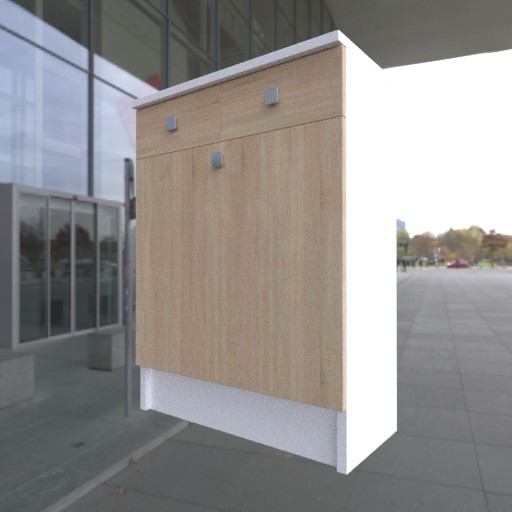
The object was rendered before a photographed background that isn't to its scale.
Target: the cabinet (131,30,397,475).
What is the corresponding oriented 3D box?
[{"bbox_3d":[0.000,0.000,1.097,0.600,0.815,0.296,0,-1,37],"label":"cabinet"}]
